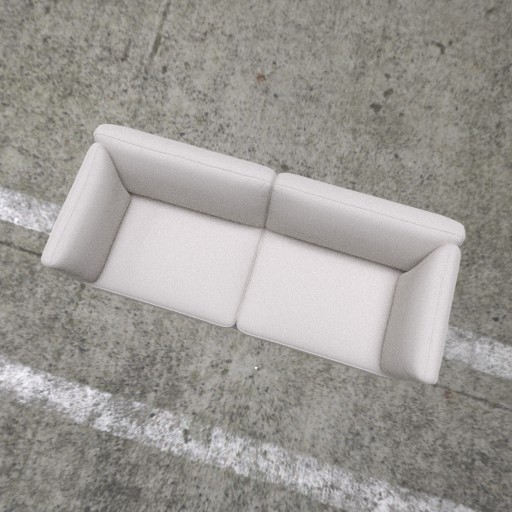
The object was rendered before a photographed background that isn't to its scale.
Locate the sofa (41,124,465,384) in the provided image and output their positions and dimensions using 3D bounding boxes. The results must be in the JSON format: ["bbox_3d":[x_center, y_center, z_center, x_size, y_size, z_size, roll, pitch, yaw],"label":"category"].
[{"bbox_3d":[0.000,0.000,2.750,2.301,0.863,0.957,16,76,4],"label":"sofa"}]
